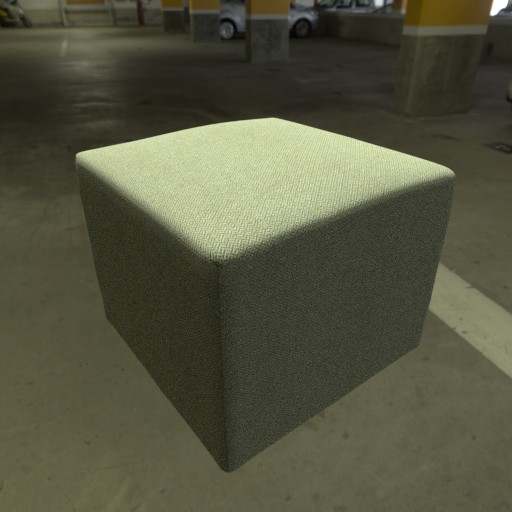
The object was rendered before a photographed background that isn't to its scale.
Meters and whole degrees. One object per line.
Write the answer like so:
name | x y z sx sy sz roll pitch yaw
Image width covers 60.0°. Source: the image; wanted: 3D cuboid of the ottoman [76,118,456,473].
ottoman | 0.000 0.000 0.900 0.512 0.453 0.521 -21 36 -32
